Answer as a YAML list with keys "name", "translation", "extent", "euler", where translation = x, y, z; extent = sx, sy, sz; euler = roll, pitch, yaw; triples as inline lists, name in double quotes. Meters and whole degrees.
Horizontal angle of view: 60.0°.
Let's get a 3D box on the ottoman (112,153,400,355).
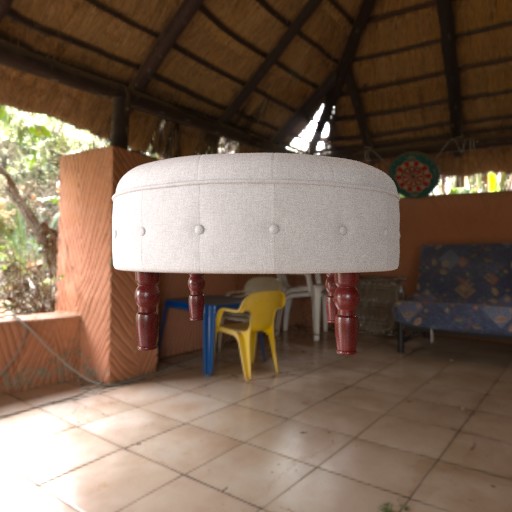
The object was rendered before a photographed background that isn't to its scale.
- name: "ottoman"
  translation: [0.000, 0.000, 1.373]
  extent: [0.849, 0.478, 0.849]
  euler: [0, 0, 0]
